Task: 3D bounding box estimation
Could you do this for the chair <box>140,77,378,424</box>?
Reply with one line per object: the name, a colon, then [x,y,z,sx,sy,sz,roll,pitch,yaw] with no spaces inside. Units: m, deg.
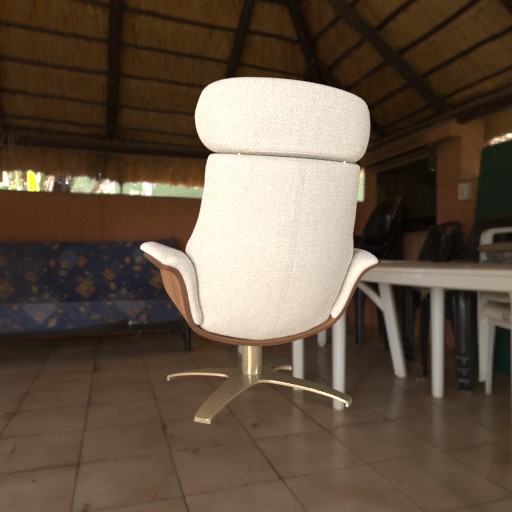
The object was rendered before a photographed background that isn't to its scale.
chair: [0.000,0.000,1.606,0.785,0.995,0.837,0,0,-19]
